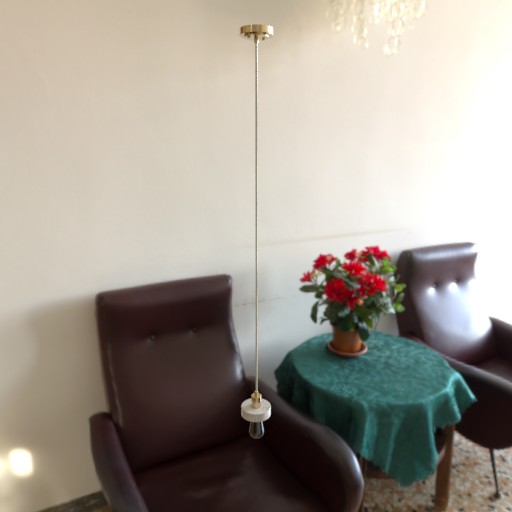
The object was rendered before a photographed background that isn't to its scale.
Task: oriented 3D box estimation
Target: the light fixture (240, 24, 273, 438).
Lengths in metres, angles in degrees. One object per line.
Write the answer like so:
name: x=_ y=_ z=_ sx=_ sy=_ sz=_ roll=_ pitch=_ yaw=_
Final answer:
light fixture: x=0.000 y=0.000 z=1.780 sx=0.129 sy=1.669 sz=0.129 roll=7 pitch=15 yaw=26
